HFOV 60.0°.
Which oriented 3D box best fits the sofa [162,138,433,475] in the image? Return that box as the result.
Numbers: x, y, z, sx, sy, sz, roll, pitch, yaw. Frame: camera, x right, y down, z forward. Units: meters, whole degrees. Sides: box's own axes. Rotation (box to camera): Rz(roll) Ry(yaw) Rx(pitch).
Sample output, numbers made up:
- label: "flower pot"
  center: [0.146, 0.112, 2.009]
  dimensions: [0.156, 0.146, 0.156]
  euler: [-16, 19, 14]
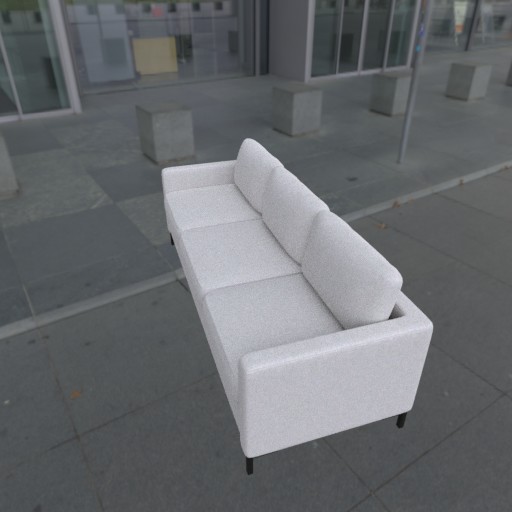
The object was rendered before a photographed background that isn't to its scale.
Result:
- label: "sofa"
  center: [0.000, 0.000, 2.738]
  dimensions: [0.859, 0.874, 2.218]
  euler: [-10, 33, -15]
